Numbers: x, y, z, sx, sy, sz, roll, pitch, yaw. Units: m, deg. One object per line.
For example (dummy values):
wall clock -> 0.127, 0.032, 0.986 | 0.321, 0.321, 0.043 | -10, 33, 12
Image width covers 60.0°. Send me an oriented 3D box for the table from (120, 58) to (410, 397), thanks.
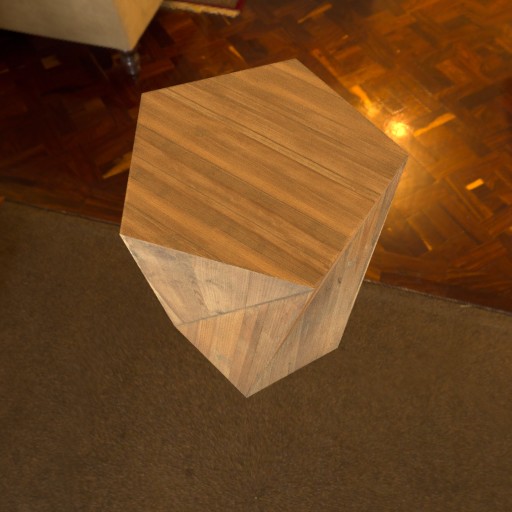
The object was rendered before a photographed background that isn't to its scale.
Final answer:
table -> 0.000, 0.000, 0.901 | 0.441, 0.604, 0.425 | -32, 66, -16
